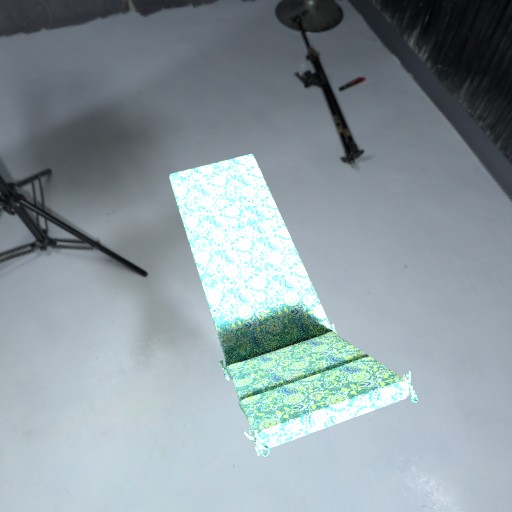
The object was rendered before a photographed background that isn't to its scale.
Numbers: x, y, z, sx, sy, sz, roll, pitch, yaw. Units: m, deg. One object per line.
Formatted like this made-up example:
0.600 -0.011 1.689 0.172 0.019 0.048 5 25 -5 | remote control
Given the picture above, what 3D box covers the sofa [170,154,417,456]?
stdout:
0.000 0.000 2.004 0.582 0.622 1.663 -16 60 -10 | sofa
